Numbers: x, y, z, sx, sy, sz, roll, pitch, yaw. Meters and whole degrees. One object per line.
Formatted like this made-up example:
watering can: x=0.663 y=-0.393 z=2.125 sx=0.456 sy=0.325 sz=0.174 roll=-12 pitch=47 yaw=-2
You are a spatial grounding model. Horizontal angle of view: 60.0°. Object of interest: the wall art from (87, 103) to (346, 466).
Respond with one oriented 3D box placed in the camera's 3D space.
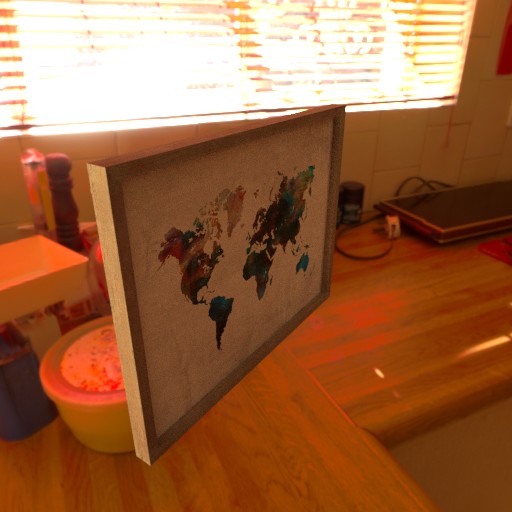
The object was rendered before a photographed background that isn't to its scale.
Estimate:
wall art: x=0.000 y=0.000 z=1.756 sx=0.070 sy=1.009 sz=1.320 roll=17 pitch=31 yaw=31
